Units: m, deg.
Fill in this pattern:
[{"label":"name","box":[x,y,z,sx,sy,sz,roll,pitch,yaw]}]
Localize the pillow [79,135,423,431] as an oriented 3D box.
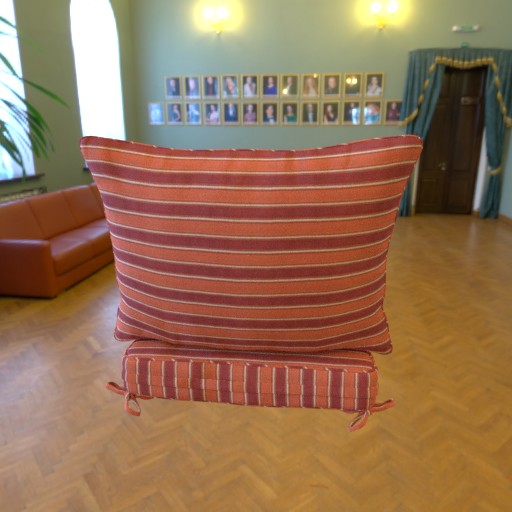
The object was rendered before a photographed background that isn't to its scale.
[{"label":"pillow","box":[0.000,0.000,1.369,0.799,0.723,0.733,2,16,6]}]
